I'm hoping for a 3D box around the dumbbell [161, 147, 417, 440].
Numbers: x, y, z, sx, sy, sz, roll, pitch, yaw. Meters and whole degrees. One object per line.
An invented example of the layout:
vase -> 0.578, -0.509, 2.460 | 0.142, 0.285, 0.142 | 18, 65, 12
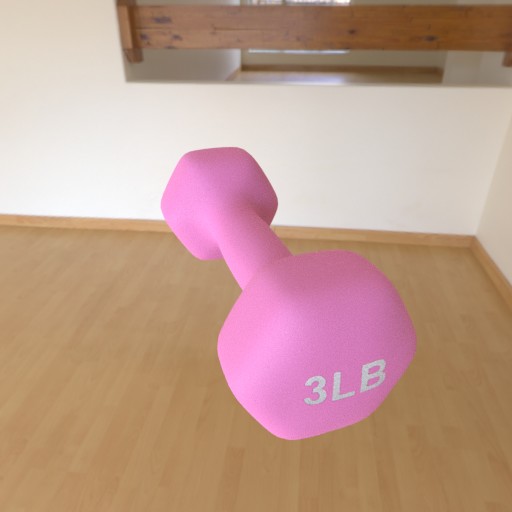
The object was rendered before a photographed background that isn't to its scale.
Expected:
dumbbell -> 0.000, 0.000, 0.191 | 0.064, 0.058, 0.159 | -9, 31, -16
